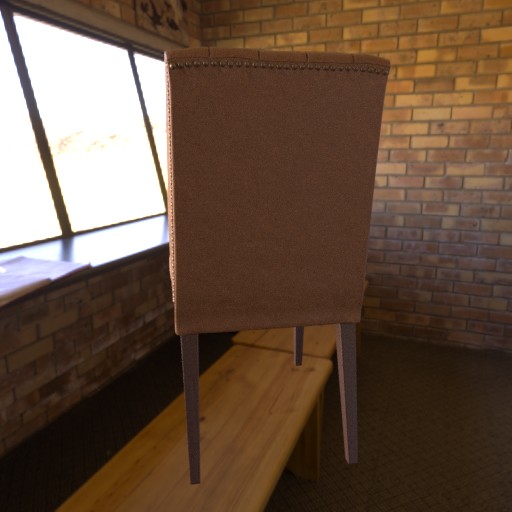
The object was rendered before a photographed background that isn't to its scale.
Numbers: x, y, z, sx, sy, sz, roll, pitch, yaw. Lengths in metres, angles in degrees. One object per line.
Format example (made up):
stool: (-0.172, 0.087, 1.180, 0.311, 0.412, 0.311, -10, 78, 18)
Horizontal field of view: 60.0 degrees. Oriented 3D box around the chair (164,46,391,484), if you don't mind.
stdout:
chair: (0.000, 0.000, 1.316, 0.511, 1.016, 0.647, -2, 13, -10)
